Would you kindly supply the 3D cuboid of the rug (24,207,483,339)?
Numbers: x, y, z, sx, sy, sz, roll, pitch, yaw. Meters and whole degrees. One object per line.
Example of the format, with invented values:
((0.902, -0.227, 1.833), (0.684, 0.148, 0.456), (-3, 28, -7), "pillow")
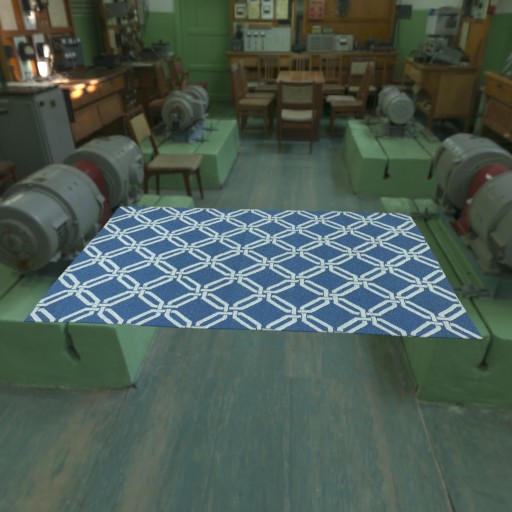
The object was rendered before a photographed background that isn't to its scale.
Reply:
((0.000, 0.000, 2.173), (1.755, 0.010, 1.153), (2, 29, 3), "rug")
